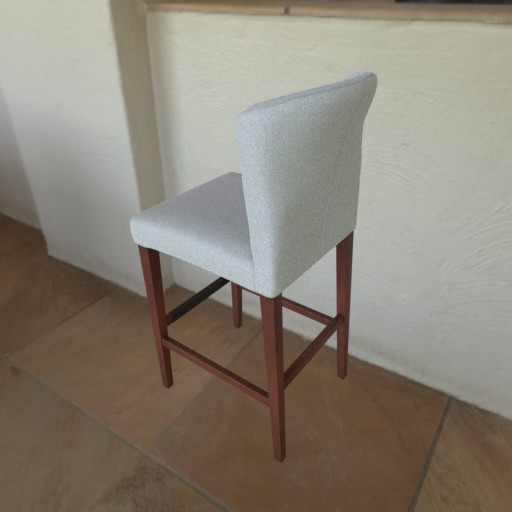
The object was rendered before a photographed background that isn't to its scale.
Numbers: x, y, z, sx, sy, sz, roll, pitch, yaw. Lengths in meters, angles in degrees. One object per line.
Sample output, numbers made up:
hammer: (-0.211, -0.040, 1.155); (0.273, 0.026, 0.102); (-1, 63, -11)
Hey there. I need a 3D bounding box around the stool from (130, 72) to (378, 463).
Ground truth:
stool: (0.000, 0.000, 1.342); (0.568, 1.069, 0.479); (21, 37, 30)
